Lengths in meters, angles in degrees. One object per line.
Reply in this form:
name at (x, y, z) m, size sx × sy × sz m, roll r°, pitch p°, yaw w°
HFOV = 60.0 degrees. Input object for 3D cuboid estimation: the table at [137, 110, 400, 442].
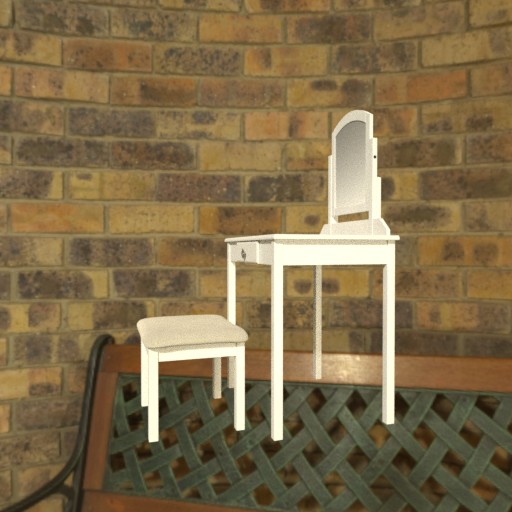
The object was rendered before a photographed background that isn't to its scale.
table at (0.000, 0.000, 2.362) m, size 1.211 × 1.631 × 0.876 m, roll 0°, pitch 1°, yaw -18°
